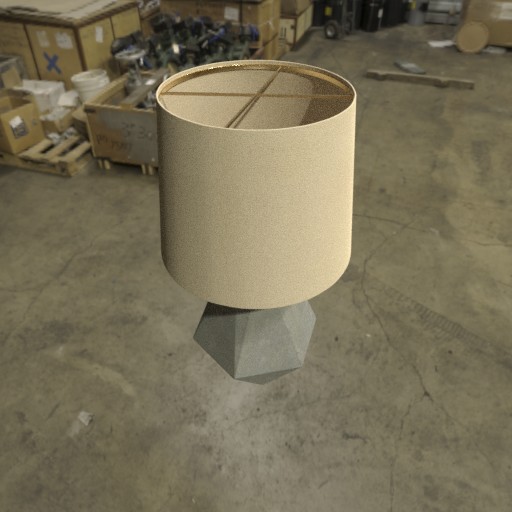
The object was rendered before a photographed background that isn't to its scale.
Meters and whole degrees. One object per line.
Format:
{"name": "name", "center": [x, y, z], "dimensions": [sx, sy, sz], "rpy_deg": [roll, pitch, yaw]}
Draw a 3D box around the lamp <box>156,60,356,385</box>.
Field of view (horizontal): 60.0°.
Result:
{"name": "lamp", "center": [0.000, 0.000, 0.672], "dimensions": [0.276, 0.501, 0.276], "rpy_deg": [0, 40, 0]}
